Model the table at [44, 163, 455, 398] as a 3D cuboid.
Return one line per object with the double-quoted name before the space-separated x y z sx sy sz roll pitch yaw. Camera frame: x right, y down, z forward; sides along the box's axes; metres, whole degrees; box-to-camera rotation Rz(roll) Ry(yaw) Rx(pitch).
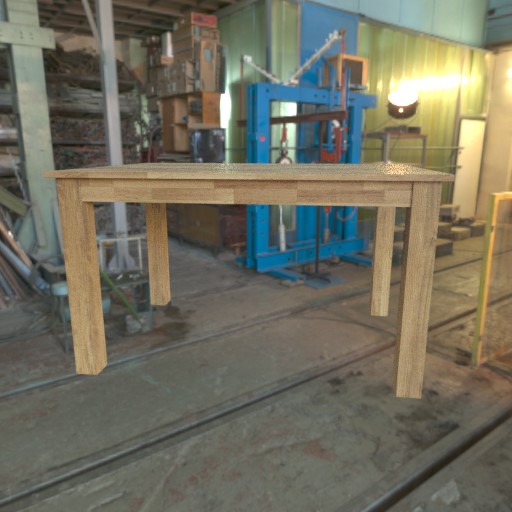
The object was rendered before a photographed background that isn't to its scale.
"table" 0.000 0.000 1.906 1.300 0.750 0.900 2 14 8
